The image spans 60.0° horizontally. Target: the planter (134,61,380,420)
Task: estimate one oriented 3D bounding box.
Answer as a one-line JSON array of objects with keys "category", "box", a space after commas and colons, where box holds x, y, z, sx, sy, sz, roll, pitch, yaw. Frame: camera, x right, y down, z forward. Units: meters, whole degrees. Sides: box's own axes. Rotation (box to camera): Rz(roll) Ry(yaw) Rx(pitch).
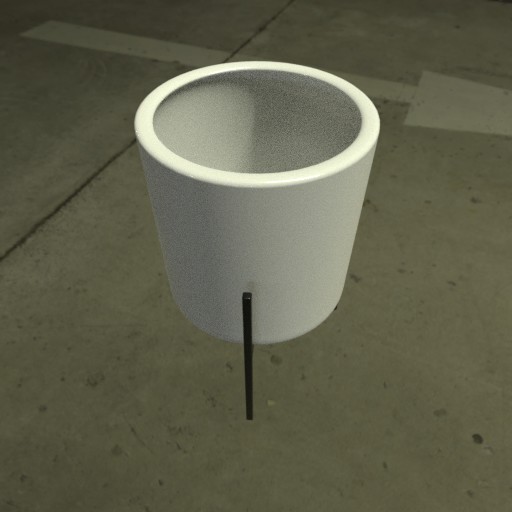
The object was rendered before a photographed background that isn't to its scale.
[{"category": "planter", "box": [0.000, 0.000, 0.518, 0.239, 0.356, 0.239, 3, 46, 3]}]
